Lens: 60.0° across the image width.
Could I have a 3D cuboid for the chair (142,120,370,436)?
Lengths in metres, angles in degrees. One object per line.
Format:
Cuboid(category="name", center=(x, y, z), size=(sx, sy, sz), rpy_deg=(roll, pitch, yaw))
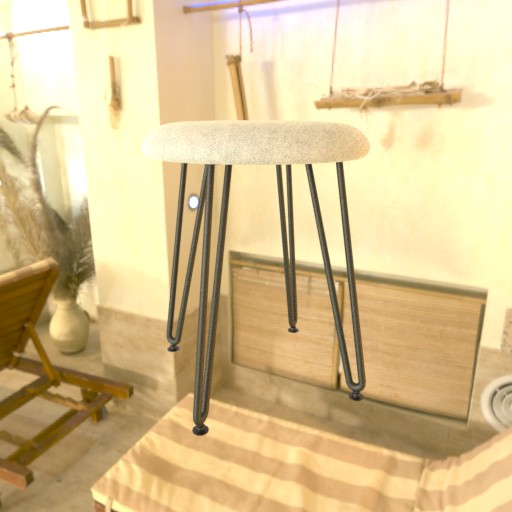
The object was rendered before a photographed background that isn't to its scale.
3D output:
Cuboid(category="chair", center=(0.000, 0.000, 0.661), size=(0.350, 0.386, 0.350), rpy_deg=(8, 18, 25))
